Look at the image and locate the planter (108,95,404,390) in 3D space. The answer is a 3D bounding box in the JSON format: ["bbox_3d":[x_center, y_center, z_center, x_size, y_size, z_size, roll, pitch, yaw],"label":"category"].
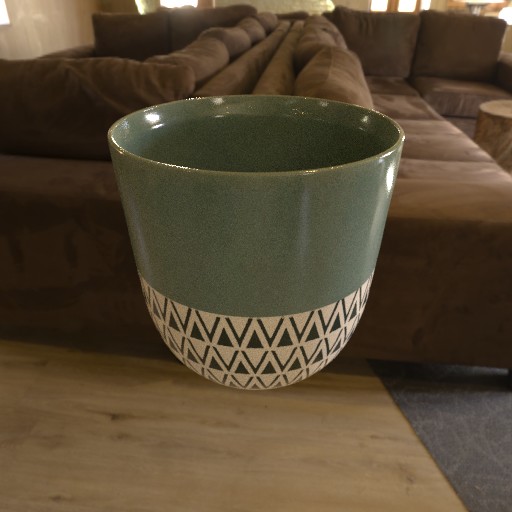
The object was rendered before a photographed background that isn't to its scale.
[{"bbox_3d":[0.000,0.000,0.362,0.198,0.214,0.198,0,31,0],"label":"planter"}]
